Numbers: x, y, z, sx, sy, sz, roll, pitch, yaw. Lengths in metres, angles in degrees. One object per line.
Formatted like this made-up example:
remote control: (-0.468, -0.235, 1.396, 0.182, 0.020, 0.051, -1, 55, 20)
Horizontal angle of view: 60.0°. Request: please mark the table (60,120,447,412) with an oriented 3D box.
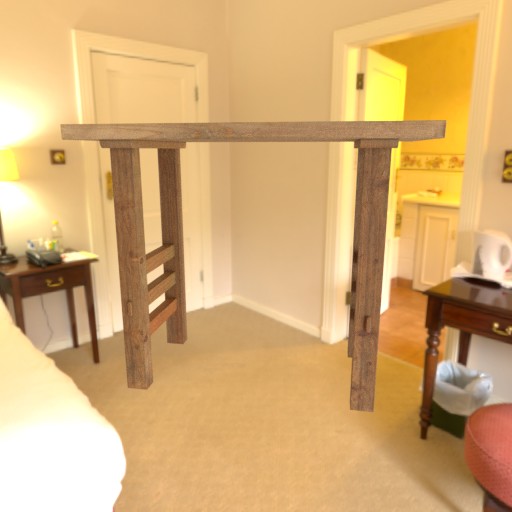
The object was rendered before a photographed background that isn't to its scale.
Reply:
table: (0.000, 0.000, 1.634, 1.119, 0.914, 0.556, 2, 14, 10)
